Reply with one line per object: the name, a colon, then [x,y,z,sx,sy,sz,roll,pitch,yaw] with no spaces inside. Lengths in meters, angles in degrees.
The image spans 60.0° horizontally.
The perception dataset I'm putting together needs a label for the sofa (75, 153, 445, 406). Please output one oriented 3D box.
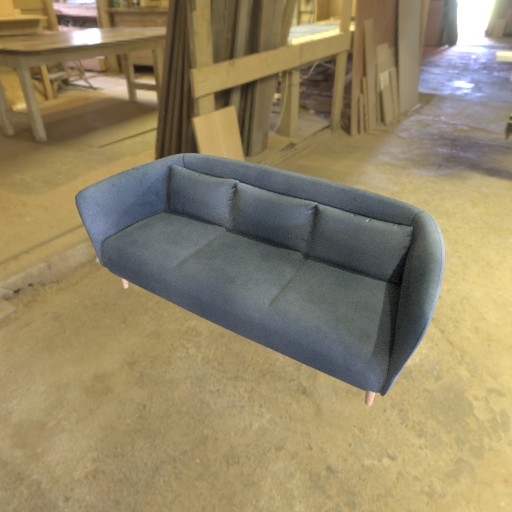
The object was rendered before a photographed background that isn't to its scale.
sofa: [0.000,0.000,2.570,2.095,0.795,0.849,20,36,29]
